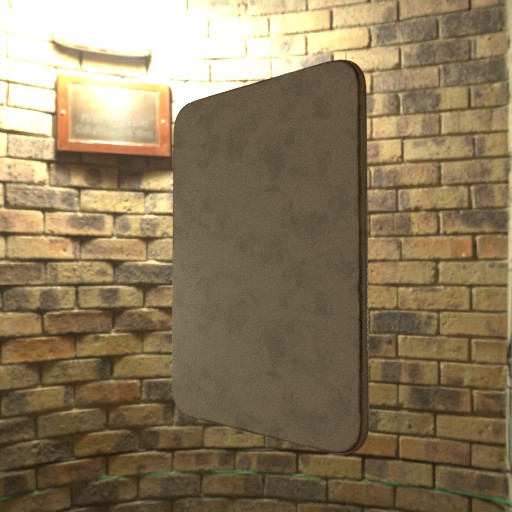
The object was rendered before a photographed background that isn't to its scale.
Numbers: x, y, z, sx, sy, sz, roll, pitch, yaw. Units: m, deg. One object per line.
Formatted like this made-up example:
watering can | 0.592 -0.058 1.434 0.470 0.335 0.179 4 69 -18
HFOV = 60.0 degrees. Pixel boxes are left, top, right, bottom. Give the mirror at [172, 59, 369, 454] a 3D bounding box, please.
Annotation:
mirror | 0.000 0.000 0.894 0.461 0.713 0.024 -1 -2 34
